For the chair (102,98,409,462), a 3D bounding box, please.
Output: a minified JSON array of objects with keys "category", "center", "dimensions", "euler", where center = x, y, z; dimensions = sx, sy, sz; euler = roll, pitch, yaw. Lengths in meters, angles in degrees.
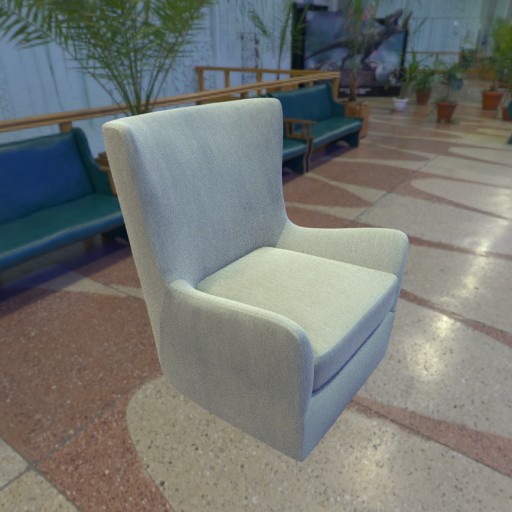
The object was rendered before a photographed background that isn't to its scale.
[{"category":"chair","center":[0.000,0.000,1.623],"dimensions":[0.904,1.000,0.779],"euler":[19,32,33]}]
